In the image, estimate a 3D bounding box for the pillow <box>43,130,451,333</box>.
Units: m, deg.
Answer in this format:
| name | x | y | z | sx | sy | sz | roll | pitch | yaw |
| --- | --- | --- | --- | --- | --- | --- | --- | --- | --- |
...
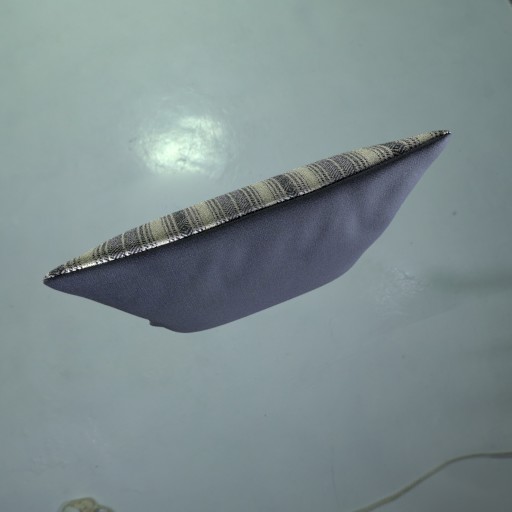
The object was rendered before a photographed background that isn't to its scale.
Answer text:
| name | x | y | z | sx | sy | sz | roll | pitch | yaw |
| --- | --- | --- | --- | --- | --- | --- | --- | --- | --- |
| pillow | 0.000 | 0.000 | 0.766 | 0.520 | 0.508 | 0.166 | -21 | 76 | -6 |
